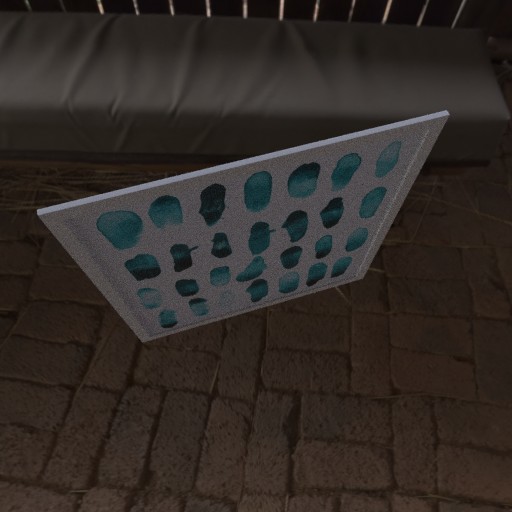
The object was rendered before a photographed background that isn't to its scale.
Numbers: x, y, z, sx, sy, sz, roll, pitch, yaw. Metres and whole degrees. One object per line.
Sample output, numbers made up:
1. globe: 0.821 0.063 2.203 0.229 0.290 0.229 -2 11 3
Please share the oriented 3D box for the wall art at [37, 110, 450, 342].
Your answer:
1. wall art: 0.000 0.000 0.828 0.558 0.559 0.009 -15 64 -8
